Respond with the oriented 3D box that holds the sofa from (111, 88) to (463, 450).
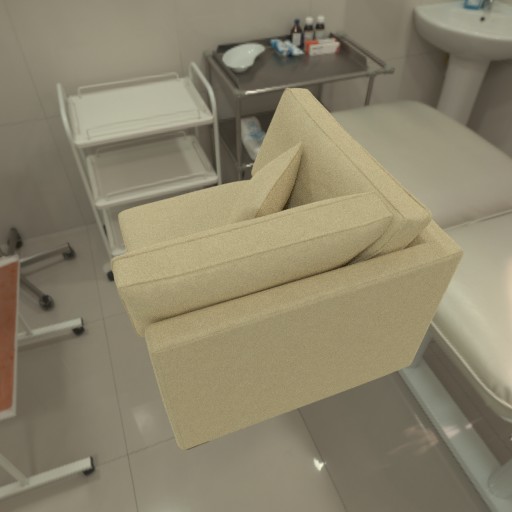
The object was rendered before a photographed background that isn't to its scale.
[{"bbox_3d":[0.000,0.000,1.960,1.146,1.002,1.084,-16,48,-15],"label":"sofa"}]
